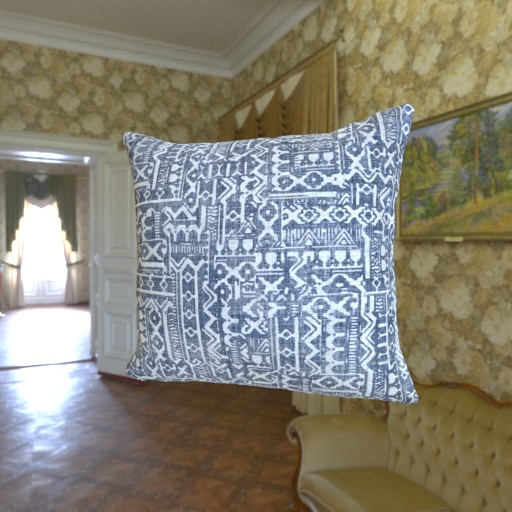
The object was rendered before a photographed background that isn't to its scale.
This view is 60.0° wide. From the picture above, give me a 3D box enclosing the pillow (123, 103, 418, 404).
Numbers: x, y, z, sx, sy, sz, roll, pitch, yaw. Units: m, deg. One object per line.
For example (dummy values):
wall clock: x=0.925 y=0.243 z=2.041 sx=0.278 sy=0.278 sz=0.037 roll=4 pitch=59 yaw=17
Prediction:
pillow: x=0.000 y=0.000 z=0.789 sx=0.546 sy=0.487 sz=0.180 roll=0 pitch=1 yaw=18
